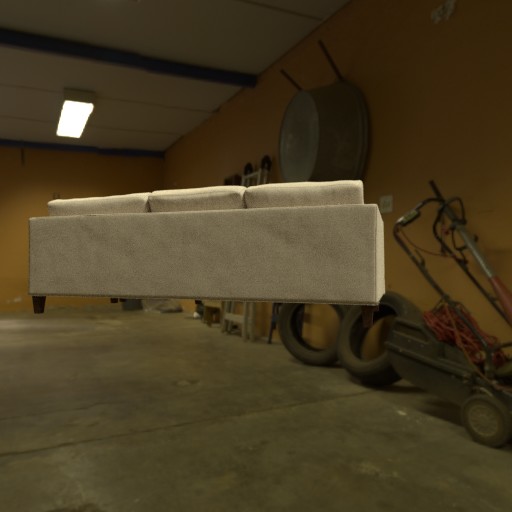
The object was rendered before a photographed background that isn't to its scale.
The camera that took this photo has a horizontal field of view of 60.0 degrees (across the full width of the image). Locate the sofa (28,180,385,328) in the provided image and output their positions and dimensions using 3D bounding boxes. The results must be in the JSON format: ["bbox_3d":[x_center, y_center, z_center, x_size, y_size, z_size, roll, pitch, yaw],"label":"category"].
[{"bbox_3d":[0.000,0.000,4.293,2.432,0.863,3.182,0,-1,18],"label":"sofa"}]
